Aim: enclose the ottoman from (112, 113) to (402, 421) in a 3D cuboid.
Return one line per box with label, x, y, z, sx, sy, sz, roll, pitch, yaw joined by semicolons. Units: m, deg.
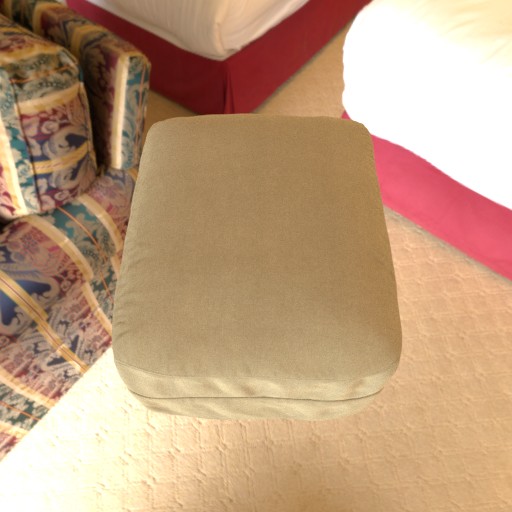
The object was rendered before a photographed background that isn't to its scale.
ottoman;0.000;0.000;1.098;0.584;0.480;0.712;0;60;0
